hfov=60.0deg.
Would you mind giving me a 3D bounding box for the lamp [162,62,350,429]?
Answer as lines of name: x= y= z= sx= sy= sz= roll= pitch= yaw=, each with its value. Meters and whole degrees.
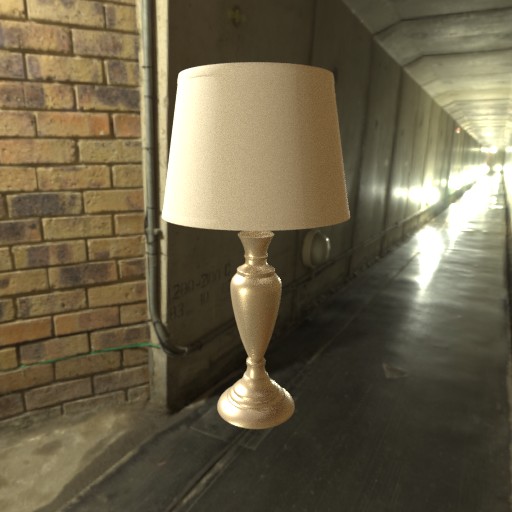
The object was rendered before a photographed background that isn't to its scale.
lamp: x=0.000 y=0.000 z=0.807 sx=0.328 sy=0.612 sz=0.328 roll=0 pitch=14 yaw=0
